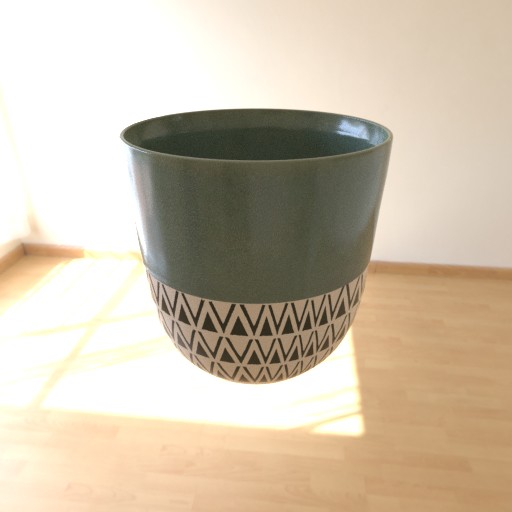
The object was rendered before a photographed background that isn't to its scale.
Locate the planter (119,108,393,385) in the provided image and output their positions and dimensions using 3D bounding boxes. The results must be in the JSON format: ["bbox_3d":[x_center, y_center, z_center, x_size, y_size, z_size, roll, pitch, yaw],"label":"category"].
[{"bbox_3d":[0.000,0.000,0.379,0.198,0.214,0.198,0,27,0],"label":"planter"}]
